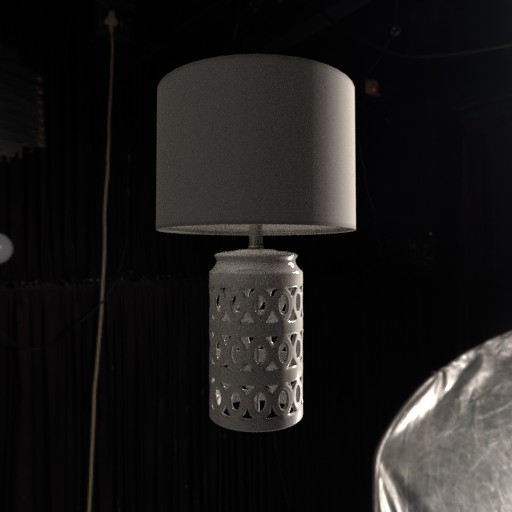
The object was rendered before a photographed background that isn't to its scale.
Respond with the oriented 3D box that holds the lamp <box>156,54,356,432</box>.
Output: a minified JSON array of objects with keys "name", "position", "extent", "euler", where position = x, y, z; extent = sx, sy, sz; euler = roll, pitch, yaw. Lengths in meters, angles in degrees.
[{"name":"lamp","position":[0.000,0.000,0.703],"extent":[0.310,0.502,0.310],"euler":[0,0,0]}]
